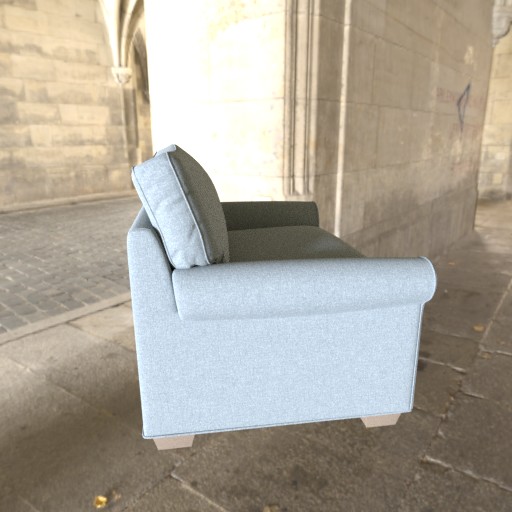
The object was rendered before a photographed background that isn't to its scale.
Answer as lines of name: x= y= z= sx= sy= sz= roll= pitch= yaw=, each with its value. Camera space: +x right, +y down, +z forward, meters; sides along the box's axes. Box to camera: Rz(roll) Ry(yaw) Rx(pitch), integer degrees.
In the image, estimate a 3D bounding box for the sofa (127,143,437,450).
sofa: x=0.000 y=0.000 z=1.972 sx=0.940 sy=0.953 sz=1.410 roll=-2 pitch=15 yaw=-9
